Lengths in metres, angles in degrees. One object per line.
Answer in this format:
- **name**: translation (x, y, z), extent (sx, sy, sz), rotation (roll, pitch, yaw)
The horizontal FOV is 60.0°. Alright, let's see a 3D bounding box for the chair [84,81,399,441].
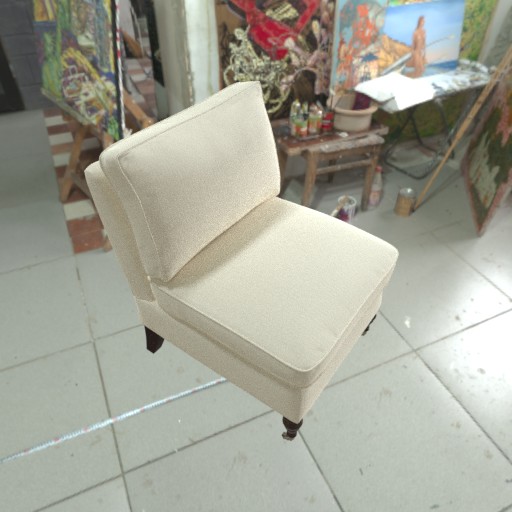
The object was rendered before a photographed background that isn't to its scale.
- **chair**: translation (0.000, 0.000, 1.462), extent (0.781, 0.887, 0.630), rotation (26, 48, 26)
